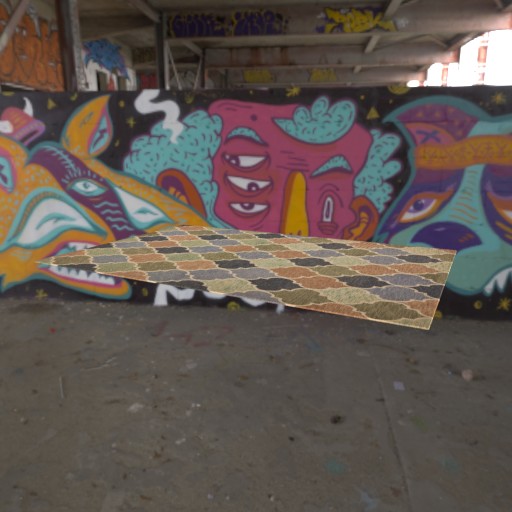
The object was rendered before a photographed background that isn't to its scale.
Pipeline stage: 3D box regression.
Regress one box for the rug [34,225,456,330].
[{"bbox_3d":[0.000,0.000,2.298,1.828,0.006,1.216,7,15,27],"label":"rug"}]
